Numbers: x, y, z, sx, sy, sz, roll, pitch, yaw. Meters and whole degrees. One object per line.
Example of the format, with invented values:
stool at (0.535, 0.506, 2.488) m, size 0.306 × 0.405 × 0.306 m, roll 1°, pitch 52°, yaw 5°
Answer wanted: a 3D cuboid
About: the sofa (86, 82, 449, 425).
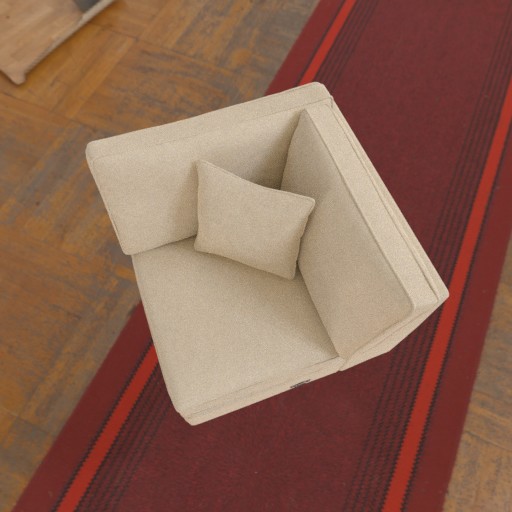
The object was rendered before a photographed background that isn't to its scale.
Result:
sofa at (0.000, 0.000, 1.978) m, size 1.084 × 1.002 × 1.146 m, roll -19°, pitch 65°, yaw -9°
